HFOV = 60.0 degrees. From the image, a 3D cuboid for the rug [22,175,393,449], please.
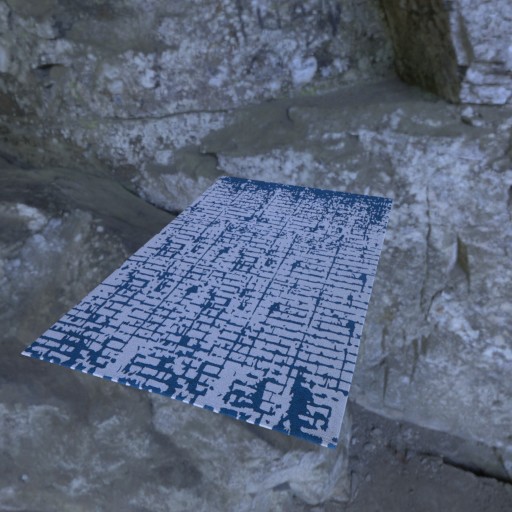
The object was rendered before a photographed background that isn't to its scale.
[{"bbox_3d":[0.000,0.000,2.879,1.517,0.011,2.435,11,33,17],"label":"rug"}]
